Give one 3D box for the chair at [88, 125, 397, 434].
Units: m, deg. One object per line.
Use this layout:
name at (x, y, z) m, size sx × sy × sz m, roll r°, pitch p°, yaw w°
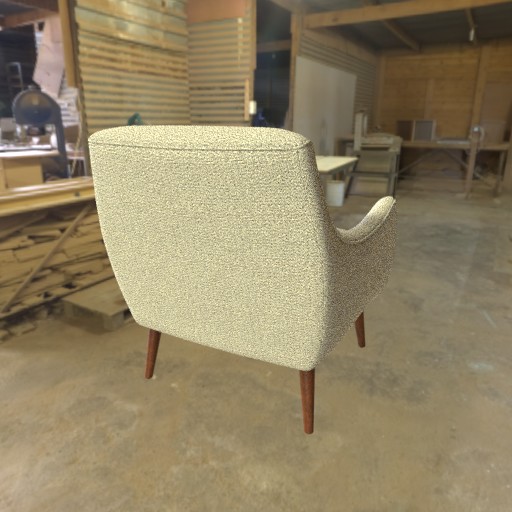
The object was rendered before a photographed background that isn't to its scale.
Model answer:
chair at (0.000, 0.000, 1.466) m, size 0.762 × 0.838 × 0.787 m, roll 9°, pitch 20°, yaw 27°
